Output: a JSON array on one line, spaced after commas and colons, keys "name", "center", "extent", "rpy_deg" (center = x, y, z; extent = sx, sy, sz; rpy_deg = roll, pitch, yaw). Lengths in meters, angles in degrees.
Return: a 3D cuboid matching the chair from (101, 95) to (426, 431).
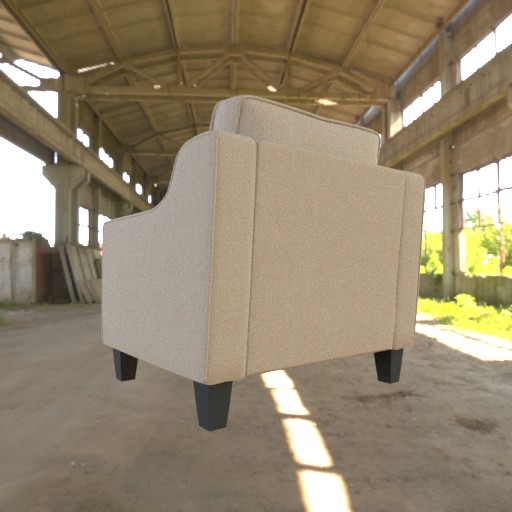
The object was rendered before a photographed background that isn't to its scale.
[{"name": "chair", "center": [0.000, 0.000, 1.702], "extent": [0.922, 0.948, 0.882], "rpy_deg": [1, -2, -37]}]
